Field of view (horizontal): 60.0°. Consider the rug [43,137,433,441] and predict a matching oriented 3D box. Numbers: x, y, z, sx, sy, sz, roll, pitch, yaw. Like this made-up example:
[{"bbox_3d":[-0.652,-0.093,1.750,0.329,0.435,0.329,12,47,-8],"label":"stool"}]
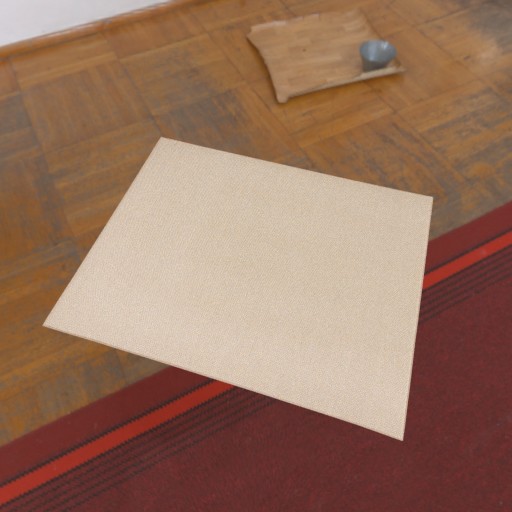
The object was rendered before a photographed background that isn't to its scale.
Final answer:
[{"bbox_3d":[0.000,0.000,4.150,3.039,0.018,2.462,15,58,9],"label":"rug"}]
